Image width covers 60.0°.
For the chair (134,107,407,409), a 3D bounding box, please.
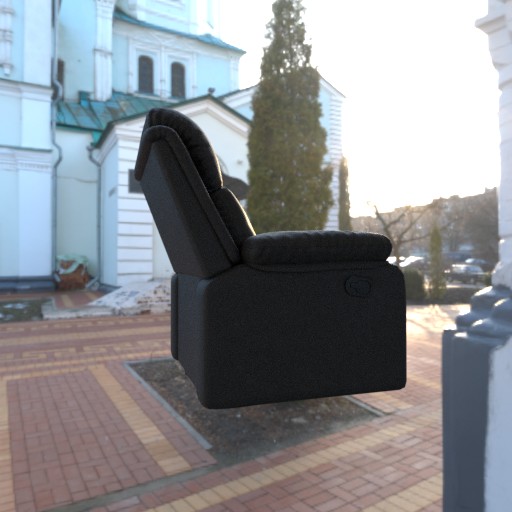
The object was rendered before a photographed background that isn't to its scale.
[{"bbox_3d":[0.000,0.000,1.761,0.919,0.992,0.855,0,-1,-18],"label":"chair"}]
